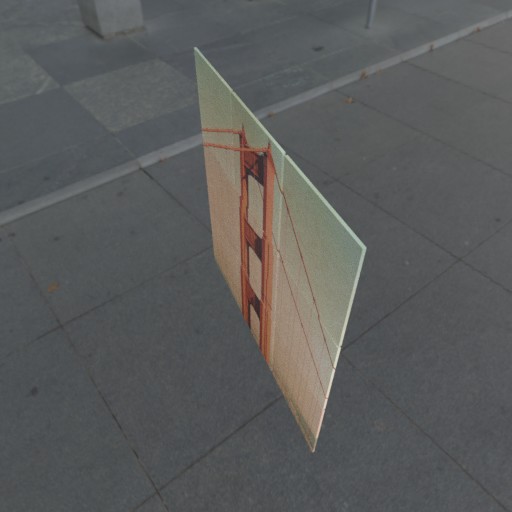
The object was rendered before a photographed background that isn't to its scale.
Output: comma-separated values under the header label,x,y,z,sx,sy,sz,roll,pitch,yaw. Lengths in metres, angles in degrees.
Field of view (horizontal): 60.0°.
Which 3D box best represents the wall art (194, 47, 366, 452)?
label,x,y,z,sx,sy,sz,roll,pitch,yaw
wall art,0.000,0.000,2.258,0.013,1.523,1.517,-17,49,-16
